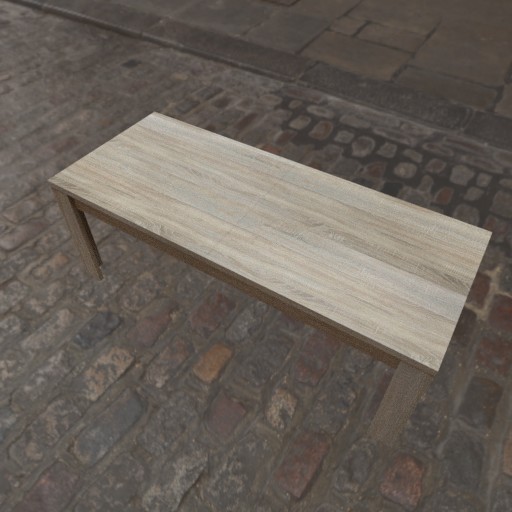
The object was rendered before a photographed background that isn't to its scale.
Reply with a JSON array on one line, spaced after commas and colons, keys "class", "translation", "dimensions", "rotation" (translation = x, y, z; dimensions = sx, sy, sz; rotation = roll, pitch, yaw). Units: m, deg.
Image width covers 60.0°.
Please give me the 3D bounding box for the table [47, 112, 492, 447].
[{"class": "table", "translation": [0.000, 0.000, 2.625], "dimensions": [2.200, 0.790, 0.900], "rotation": [25, 52, 22]}]
